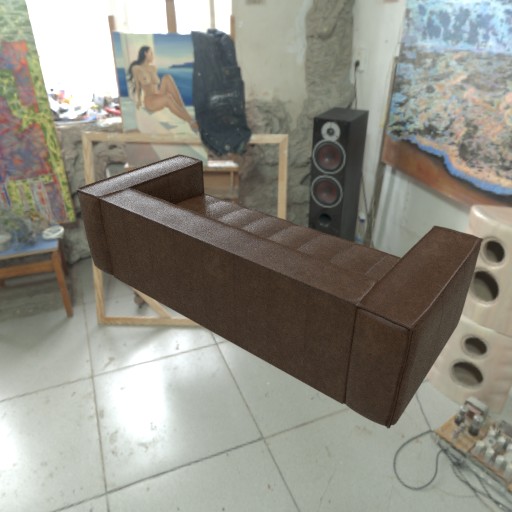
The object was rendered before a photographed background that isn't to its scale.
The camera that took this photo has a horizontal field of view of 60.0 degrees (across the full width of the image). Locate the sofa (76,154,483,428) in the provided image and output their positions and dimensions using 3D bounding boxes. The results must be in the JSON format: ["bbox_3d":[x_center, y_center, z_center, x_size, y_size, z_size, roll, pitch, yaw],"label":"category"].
[{"bbox_3d":[0.000,0.000,3.057,2.581,0.701,1.102,22,37,32],"label":"sofa"}]
